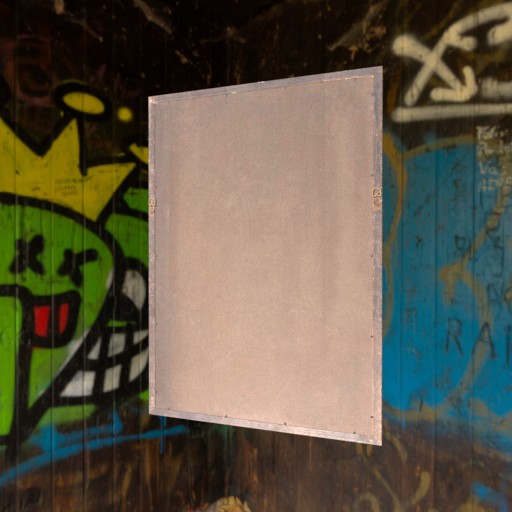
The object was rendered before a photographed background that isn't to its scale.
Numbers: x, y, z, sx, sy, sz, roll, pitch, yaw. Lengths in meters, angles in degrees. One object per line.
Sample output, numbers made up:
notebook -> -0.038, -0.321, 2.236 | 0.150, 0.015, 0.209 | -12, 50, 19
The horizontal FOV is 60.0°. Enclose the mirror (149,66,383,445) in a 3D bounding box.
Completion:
mirror -> 0.000, 0.000, 1.285 | 0.705, 0.996, 0.025 | 0, 0, 19
